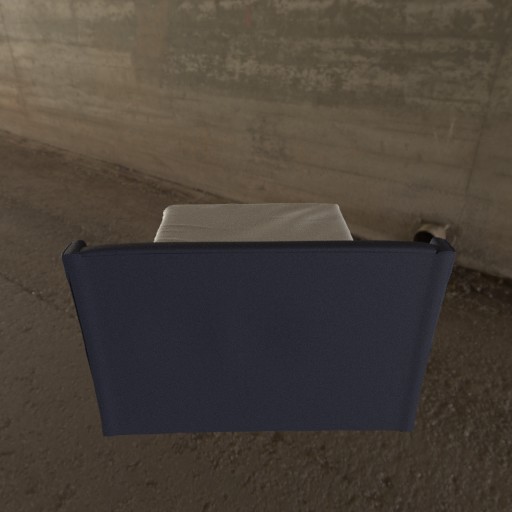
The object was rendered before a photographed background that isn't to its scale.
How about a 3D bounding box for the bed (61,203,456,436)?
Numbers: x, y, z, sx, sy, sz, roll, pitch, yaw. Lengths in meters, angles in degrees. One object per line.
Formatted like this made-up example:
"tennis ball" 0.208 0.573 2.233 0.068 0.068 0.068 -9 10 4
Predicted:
"bed" 0.000 0.000 3.406 1.925 1.332 2.276 0 29 -1
